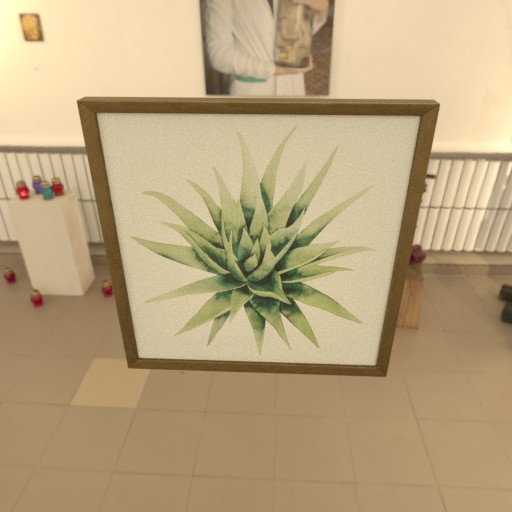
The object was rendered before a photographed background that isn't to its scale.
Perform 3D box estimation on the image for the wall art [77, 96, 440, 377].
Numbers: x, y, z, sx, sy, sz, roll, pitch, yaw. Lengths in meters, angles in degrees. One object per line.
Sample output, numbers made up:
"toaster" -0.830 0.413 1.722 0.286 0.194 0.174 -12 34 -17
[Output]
"wall art" 0.000 0.000 0.750 0.503 0.506 0.030 1 30 2
